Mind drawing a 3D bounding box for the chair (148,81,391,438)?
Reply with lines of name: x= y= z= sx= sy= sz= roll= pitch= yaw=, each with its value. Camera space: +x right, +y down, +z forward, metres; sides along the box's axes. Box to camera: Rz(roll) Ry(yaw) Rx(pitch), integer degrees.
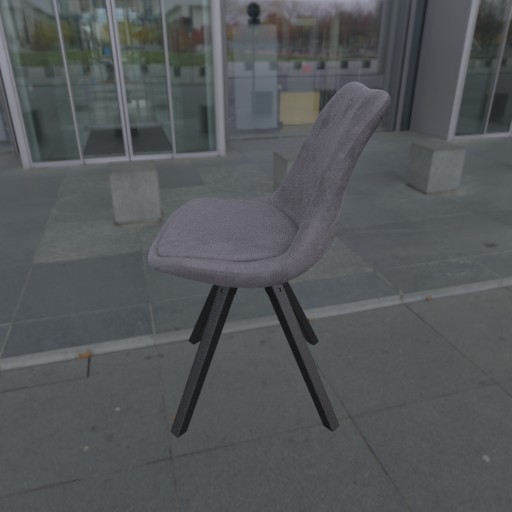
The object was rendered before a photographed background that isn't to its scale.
chair: x=0.000 y=0.000 z=1.182 sx=0.550 sy=0.850 sz=0.485 roll=0 pitch=26 yaw=-1
